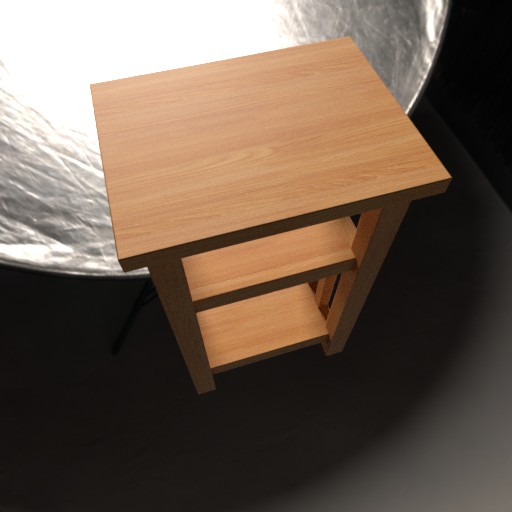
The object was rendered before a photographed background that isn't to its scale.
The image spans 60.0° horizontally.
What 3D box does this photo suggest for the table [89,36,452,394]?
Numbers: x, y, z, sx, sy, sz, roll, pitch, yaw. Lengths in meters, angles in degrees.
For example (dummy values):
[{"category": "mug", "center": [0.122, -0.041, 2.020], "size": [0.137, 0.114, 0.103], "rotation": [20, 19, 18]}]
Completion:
[{"category": "table", "center": [0.000, 0.000, 0.738], "size": [0.350, 0.550, 0.270], "rotation": [-14, 59, -9]}]
